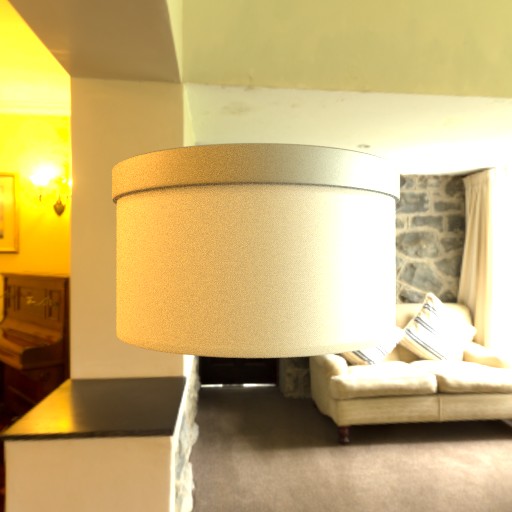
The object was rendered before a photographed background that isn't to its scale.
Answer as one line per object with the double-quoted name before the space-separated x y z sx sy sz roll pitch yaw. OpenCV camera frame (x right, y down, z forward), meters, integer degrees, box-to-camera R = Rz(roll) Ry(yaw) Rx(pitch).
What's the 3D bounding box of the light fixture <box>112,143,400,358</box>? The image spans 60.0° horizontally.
"light fixture" 0.000 0.000 0.637 0.393 0.229 0.393 0 0 0
